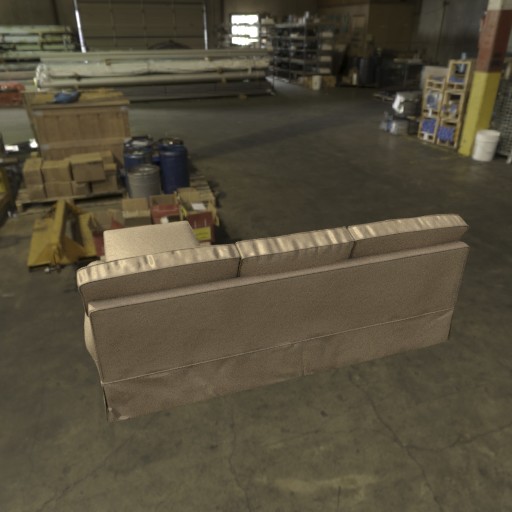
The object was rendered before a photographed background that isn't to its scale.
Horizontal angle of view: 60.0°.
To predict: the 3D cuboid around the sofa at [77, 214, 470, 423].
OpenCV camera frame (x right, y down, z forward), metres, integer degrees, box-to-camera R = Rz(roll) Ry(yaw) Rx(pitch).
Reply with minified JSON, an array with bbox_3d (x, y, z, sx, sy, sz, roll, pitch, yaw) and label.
[{"bbox_3d":[0.000,0.000,3.406,2.475,0.978,1.733,-9,28,-17],"label":"sofa"}]
